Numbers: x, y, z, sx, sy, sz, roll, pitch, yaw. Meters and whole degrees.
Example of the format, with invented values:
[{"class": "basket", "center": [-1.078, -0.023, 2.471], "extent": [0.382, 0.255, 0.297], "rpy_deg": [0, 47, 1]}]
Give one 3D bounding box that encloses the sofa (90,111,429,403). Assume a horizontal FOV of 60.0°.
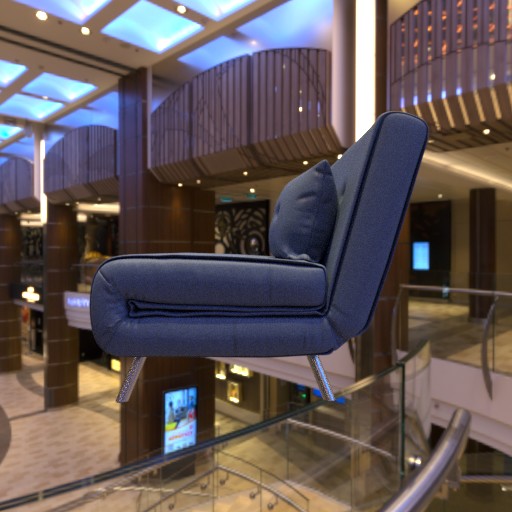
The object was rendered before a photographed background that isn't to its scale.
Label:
[{"class": "sofa", "center": [0.000, 0.000, 1.765], "extent": [0.996, 0.860, 0.999], "rpy_deg": [0, 1, -1]}]
